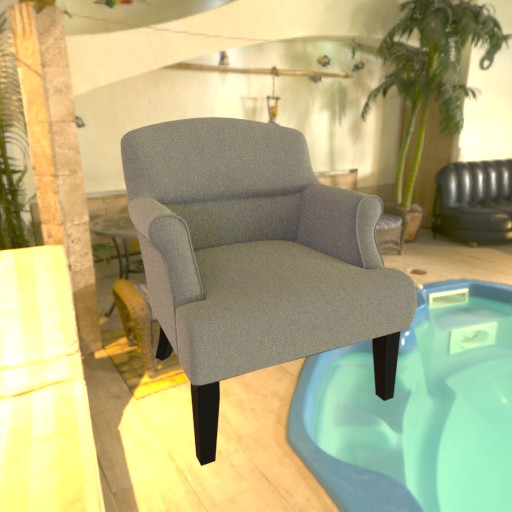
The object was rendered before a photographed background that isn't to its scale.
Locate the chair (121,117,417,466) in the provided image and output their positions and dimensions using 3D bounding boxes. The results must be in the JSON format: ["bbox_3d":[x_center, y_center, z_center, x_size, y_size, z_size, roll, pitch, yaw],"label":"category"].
[{"bbox_3d":[0.000,0.000,1.466,0.772,0.880,0.755,-8,19,-26],"label":"chair"}]
